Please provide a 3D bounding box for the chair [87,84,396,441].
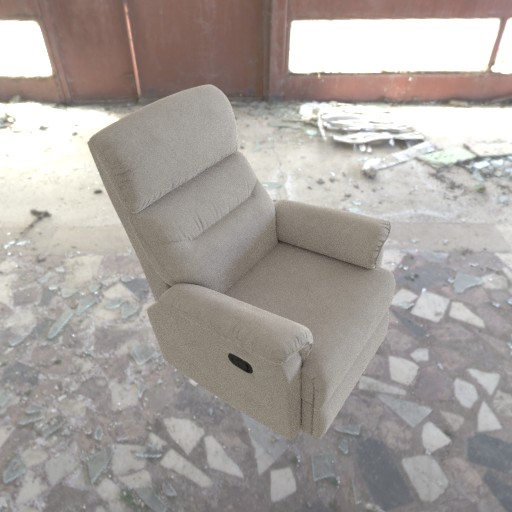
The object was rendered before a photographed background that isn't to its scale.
[{"bbox_3d":[0.000,0.000,1.727,1.001,1.039,0.820,25,46,26],"label":"chair"}]
